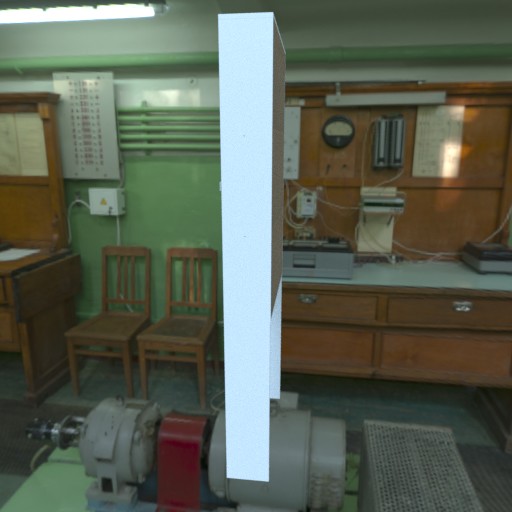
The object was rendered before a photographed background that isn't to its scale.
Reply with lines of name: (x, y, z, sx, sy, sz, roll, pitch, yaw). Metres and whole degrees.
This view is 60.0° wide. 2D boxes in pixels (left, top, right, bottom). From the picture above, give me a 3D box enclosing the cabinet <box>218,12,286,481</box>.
cabinet: (0.000, 0.000, 1.951, 0.192, 1.770, 0.643, 2, 14, 7)
